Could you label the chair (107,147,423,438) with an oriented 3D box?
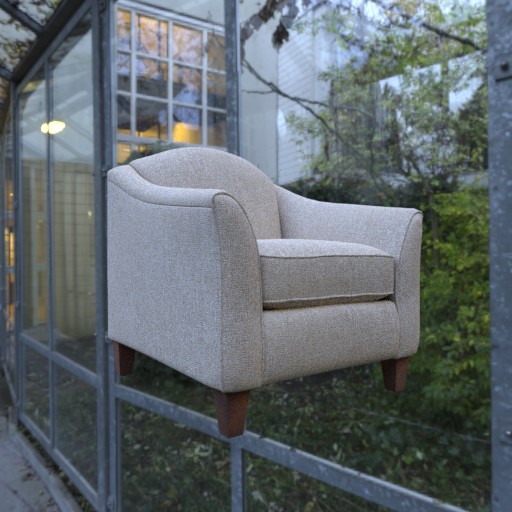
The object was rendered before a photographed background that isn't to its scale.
[{"bbox_3d":[0.000,0.000,1.467,0.763,0.839,0.787,0,0,-35],"label":"chair"}]
